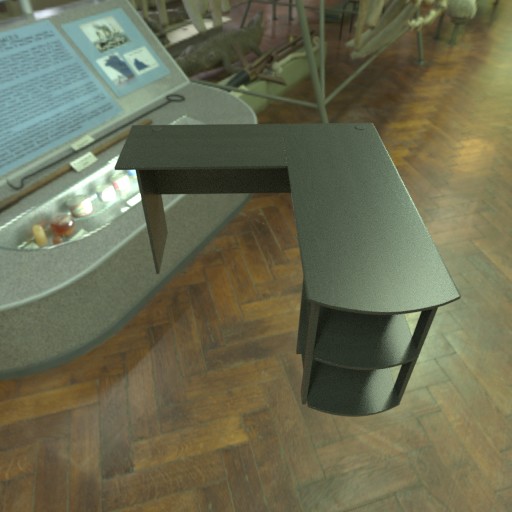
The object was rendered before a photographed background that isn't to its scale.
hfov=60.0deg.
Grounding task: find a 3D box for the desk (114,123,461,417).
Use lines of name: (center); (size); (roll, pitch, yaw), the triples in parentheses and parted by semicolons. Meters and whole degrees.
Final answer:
desk: (0.000, 0.000, 2.124); (1.303, 0.716, 1.361); (-1, 41, -1)
